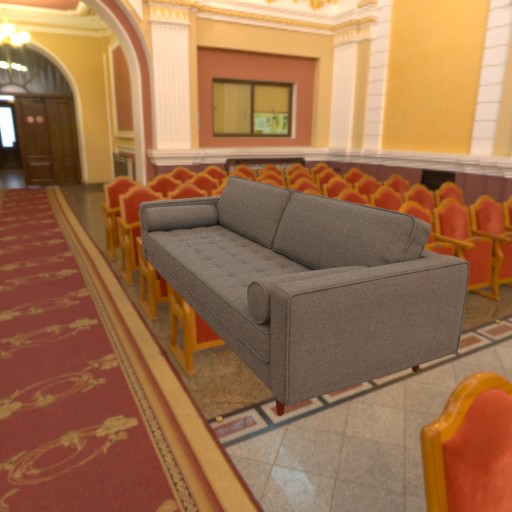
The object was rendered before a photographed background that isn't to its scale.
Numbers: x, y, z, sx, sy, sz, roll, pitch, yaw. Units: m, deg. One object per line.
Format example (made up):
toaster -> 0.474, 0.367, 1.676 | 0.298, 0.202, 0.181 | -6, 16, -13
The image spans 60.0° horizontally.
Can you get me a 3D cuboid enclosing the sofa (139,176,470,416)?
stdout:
sofa -> 0.000, 0.000, 2.632 | 0.914, 0.762, 2.198 | -8, 18, -26
